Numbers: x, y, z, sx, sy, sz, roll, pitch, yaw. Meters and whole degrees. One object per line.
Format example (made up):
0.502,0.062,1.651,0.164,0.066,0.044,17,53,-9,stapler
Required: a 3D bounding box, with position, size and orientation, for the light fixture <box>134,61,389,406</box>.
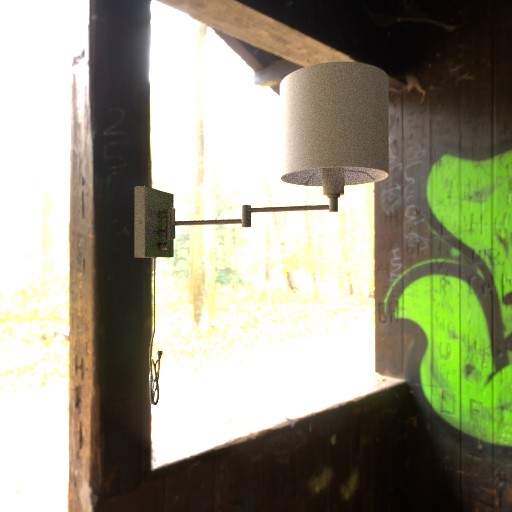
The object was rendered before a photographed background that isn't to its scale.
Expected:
0.000,0.000,0.897,0.516,0.651,0.203,0,-1,20,light fixture
